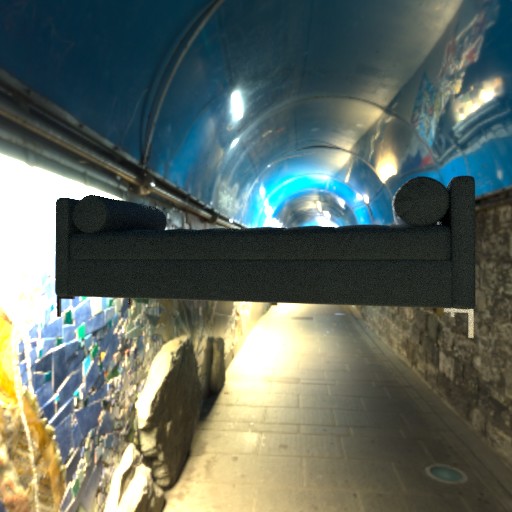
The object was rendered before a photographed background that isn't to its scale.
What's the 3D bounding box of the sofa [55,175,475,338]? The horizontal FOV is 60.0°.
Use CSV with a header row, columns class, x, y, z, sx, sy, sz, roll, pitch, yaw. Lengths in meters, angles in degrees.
class,x,y,z,sx,sy,sz,roll,pitch,yaw
sofa,0.000,0.000,2.313,1.981,0.635,0.686,0,0,18
